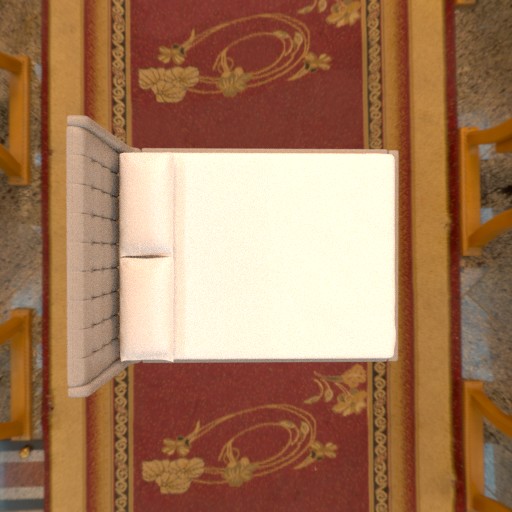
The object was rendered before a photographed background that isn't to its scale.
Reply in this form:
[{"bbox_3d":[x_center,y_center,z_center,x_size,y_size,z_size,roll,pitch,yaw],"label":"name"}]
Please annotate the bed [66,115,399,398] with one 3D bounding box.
[{"bbox_3d":[0.000,0.000,3.163,2.232,1.147,1.656,0,90,-1],"label":"bed"}]
